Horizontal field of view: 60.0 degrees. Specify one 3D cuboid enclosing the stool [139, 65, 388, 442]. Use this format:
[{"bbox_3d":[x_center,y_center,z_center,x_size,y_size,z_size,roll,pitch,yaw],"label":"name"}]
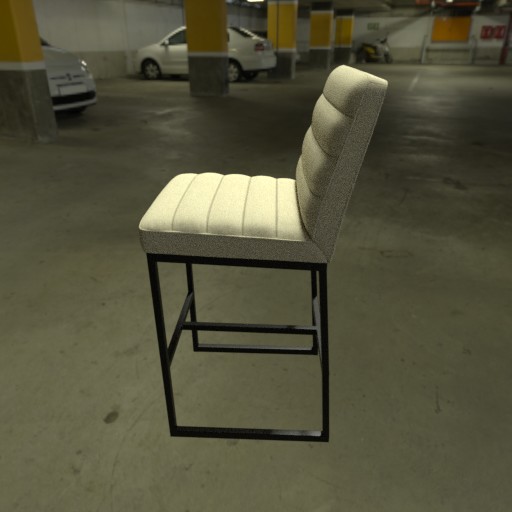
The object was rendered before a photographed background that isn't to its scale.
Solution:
[{"bbox_3d":[0.000,0.000,1.327,0.560,1.040,0.460,1,26,2],"label":"stool"}]
